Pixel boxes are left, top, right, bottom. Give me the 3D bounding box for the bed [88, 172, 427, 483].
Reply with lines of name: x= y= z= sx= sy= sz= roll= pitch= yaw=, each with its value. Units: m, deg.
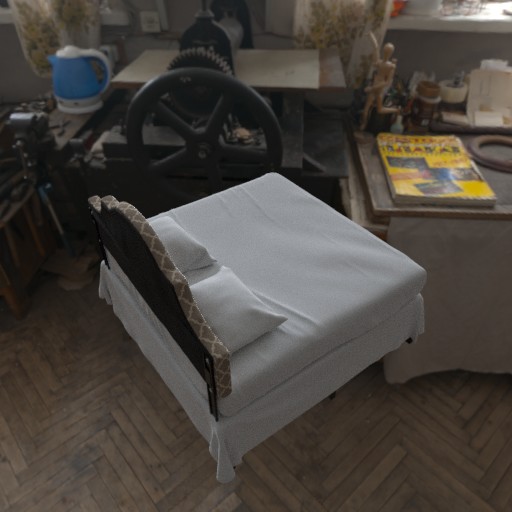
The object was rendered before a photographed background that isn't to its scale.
bed: x=0.000 y=0.000 z=3.692 sx=2.222 sy=1.601 sz=2.314 roll=-25 pitch=46 yaw=-27
